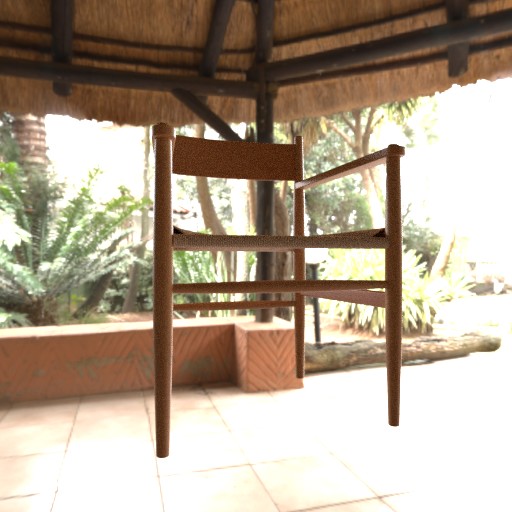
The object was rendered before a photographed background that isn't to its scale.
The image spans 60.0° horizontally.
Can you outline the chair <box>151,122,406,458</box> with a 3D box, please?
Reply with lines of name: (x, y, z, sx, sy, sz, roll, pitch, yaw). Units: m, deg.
chair: (0.000, 0.000, 1.131, 0.556, 0.762, 0.495, 0, 0, -18)
